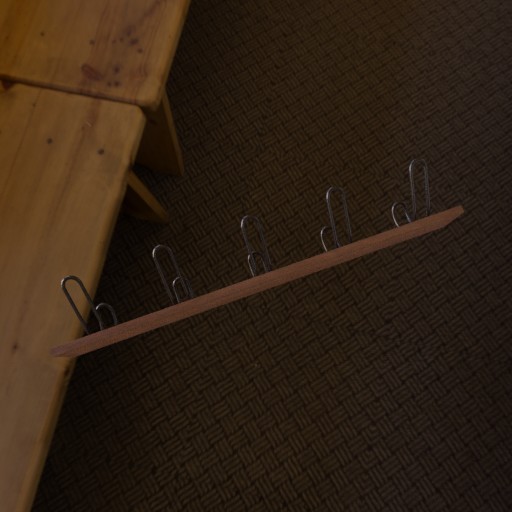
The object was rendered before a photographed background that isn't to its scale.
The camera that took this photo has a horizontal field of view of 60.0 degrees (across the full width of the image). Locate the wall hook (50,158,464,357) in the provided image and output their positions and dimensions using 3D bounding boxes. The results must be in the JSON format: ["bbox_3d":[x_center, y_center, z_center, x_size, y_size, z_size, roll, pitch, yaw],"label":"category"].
[{"bbox_3d":[0.000,0.000,0.579,0.554,0.116,0.076,-19,77,-5],"label":"wall hook"}]
